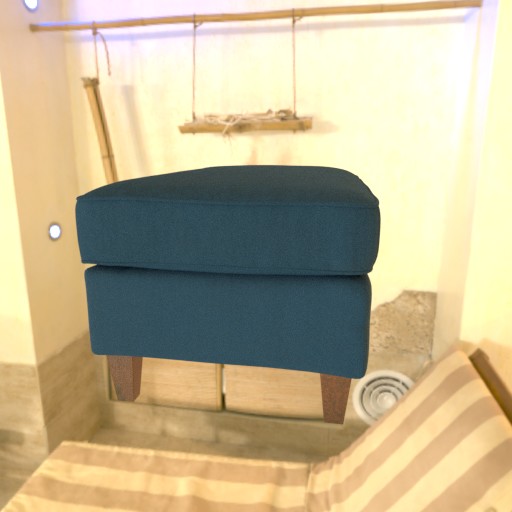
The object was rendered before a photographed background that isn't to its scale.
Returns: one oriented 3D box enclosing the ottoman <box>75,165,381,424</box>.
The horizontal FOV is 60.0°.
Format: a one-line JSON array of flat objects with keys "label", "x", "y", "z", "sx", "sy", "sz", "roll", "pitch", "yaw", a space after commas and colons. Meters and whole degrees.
[{"label": "ottoman", "x": 0.000, "y": 0.000, "z": 1.234, "sx": 0.583, "sy": 0.484, "sz": 0.862, "roll": 2, "pitch": 14, "yaw": 9}]
